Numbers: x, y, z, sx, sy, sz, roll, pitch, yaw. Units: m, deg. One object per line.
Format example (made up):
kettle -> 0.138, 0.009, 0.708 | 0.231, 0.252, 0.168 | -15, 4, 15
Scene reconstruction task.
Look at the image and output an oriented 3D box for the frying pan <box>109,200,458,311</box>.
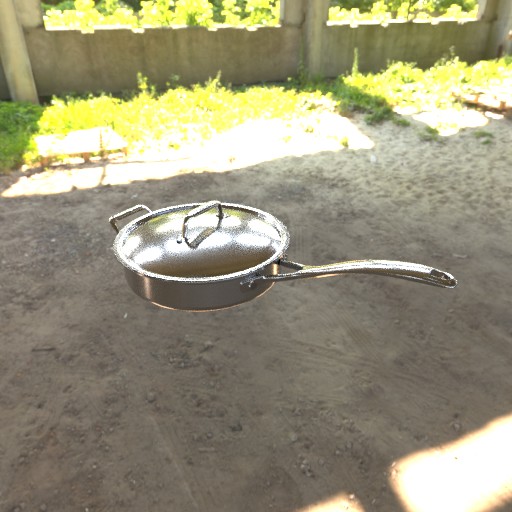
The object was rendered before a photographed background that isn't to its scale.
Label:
frying pan -> 0.000, 0.000, 0.673 | 0.561, 0.114, 0.280 | 17, 33, 28
